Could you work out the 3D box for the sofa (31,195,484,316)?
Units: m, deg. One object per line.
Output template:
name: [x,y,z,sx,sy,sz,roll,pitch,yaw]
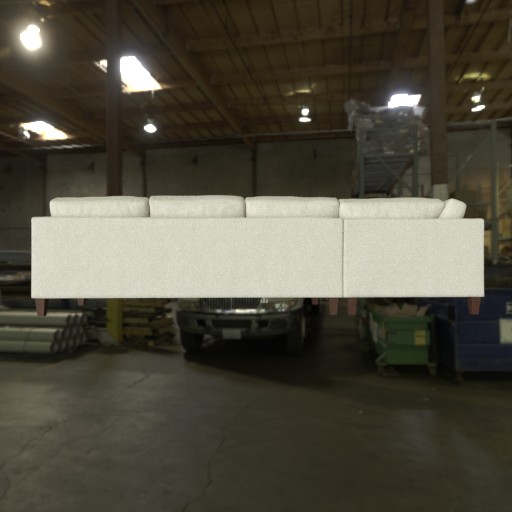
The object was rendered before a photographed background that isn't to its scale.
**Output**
sofa: [0.000,0.000,4.284,3.182,0.863,2.432,0,-1,-2]
